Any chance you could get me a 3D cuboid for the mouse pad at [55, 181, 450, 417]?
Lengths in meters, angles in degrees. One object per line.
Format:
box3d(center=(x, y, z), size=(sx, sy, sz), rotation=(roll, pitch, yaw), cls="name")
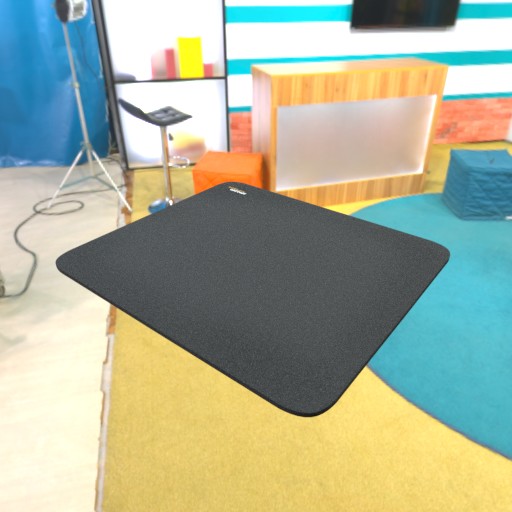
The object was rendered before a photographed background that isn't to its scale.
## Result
box3d(center=(0.000, 0.000, 0.329), size=(0.229, 0.003, 0.203), rotation=(22, 38, 32), cls="mouse pad")
